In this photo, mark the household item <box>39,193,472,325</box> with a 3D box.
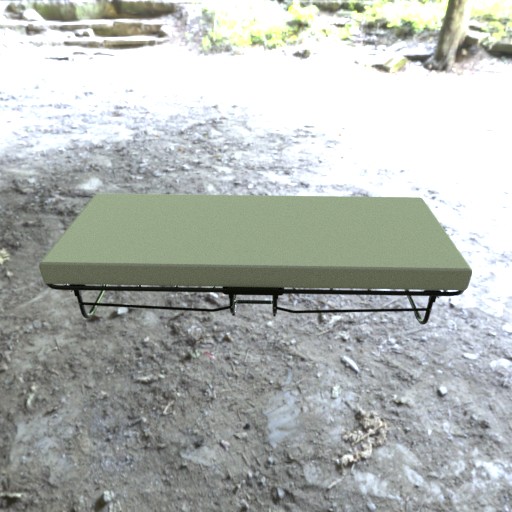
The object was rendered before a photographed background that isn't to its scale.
[{"bbox_3d":[0.000,0.000,2.286,1.905,0.356,0.787,1,32,1],"label":"household item"}]
